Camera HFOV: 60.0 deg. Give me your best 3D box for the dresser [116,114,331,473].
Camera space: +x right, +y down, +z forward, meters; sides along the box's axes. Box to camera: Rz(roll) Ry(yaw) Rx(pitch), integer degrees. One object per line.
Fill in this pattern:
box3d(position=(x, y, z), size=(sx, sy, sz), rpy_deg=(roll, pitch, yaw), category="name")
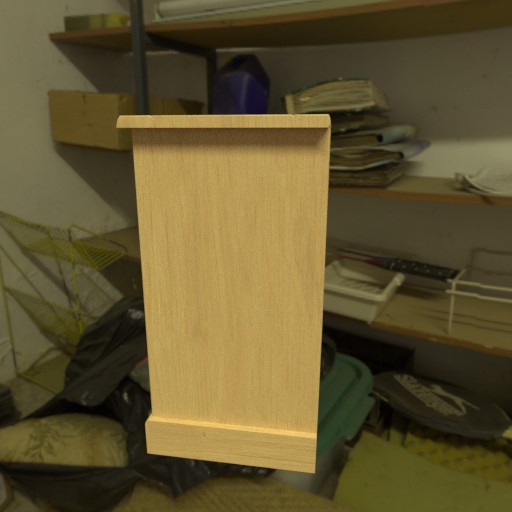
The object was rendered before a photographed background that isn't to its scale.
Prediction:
box3d(position=(0.000, 0.000, 1.429), size=(0.440, 0.835, 0.915), rpy_deg=(3, 16, 9), category="dresser")
